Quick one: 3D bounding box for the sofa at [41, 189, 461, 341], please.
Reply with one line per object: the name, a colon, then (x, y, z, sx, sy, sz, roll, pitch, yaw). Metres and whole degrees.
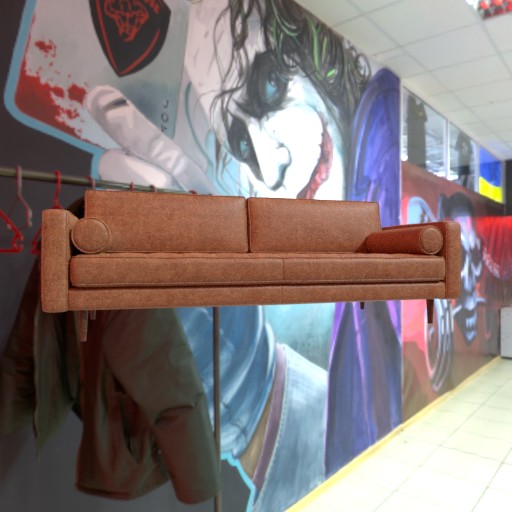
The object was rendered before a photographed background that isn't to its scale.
sofa: (0.000, 0.000, 2.614, 2.200, 0.770, 0.919, 0, 0, -17)
